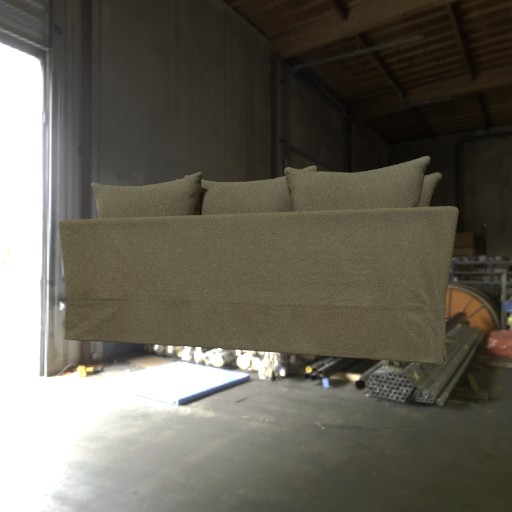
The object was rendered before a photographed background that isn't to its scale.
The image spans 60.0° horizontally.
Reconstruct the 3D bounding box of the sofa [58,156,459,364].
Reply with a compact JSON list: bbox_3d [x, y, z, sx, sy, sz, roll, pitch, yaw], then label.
[{"bbox_3d":[0.000,0.000,2.861,2.290,1.034,1.031,0,-1,18],"label":"sofa"}]
